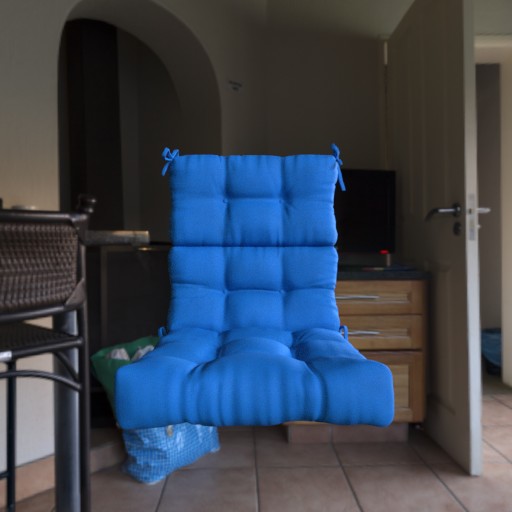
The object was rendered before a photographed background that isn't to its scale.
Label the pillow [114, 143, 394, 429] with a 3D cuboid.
[{"bbox_3d":[0.000,0.000,1.005,0.519,0.605,0.571,0,1,0],"label":"pillow"}]
